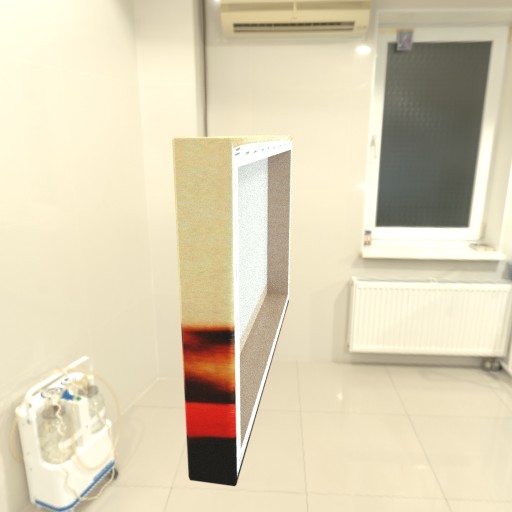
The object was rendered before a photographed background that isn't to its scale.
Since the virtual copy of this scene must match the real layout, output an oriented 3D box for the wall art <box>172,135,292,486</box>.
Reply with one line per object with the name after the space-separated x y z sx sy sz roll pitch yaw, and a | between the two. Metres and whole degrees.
0.000 0.000 0.481 0.037 0.251 0.383 3 16 10 | wall art
